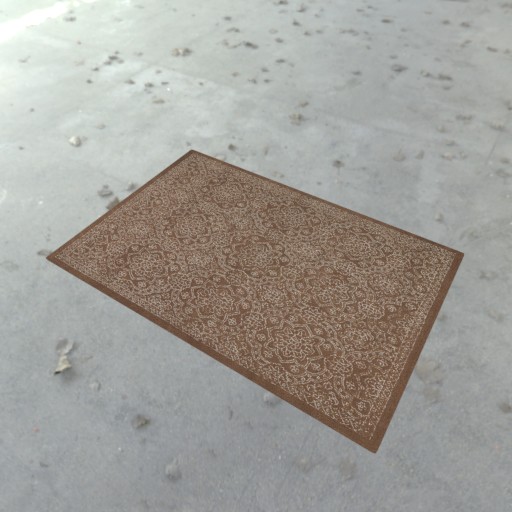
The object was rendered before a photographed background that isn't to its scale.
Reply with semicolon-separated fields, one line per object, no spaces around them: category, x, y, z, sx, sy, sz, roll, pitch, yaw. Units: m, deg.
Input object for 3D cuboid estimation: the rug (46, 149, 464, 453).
rug;0.000;0.000;2.320;1.829;0.010;1.219;25;51;22
